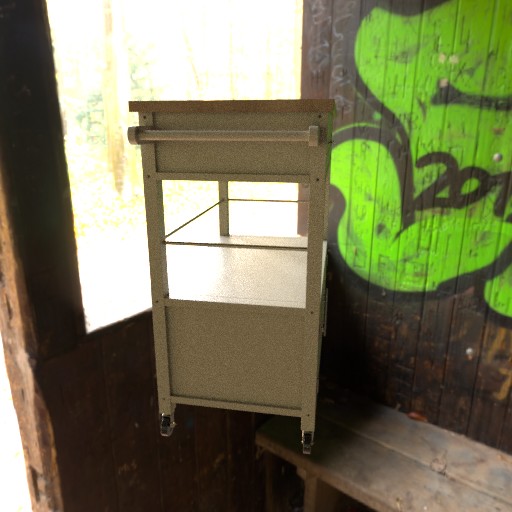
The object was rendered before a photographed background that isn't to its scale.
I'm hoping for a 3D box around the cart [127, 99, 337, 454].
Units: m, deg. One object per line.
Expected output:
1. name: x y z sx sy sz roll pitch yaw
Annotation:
1. cart: 0.000 0.000 1.405 0.459 0.901 0.840 3 17 10
